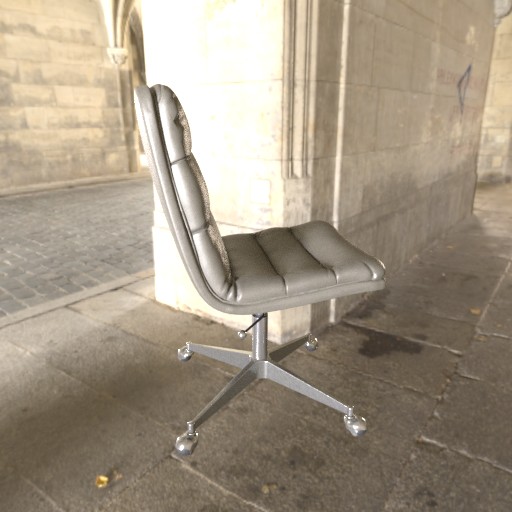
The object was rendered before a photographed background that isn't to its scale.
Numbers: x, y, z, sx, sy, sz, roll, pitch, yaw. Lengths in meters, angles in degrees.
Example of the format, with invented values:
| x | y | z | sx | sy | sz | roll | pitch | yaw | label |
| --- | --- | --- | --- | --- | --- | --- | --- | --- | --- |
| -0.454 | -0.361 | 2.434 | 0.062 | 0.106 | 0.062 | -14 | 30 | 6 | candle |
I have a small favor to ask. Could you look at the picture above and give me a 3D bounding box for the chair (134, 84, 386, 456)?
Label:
| x | y | z | sx | sy | sz | roll | pitch | yaw | label |
| --- | --- | --- | --- | --- | --- | --- | --- | --- | --- |
| 0.000 | 0.000 | 1.029 | 0.485 | 0.738 | 0.422 | -3 | 18 | -9 | chair |
